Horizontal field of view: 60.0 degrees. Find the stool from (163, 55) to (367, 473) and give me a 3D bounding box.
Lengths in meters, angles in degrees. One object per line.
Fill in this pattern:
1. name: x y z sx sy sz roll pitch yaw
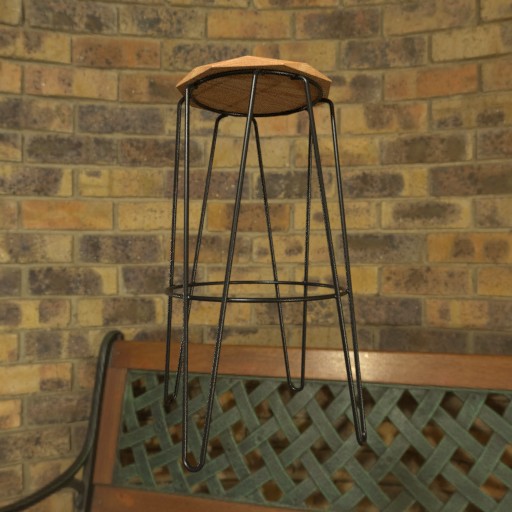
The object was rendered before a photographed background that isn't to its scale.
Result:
1. stool: 0.000 0.000 0.798 0.326 0.610 0.326 0 1 -17
